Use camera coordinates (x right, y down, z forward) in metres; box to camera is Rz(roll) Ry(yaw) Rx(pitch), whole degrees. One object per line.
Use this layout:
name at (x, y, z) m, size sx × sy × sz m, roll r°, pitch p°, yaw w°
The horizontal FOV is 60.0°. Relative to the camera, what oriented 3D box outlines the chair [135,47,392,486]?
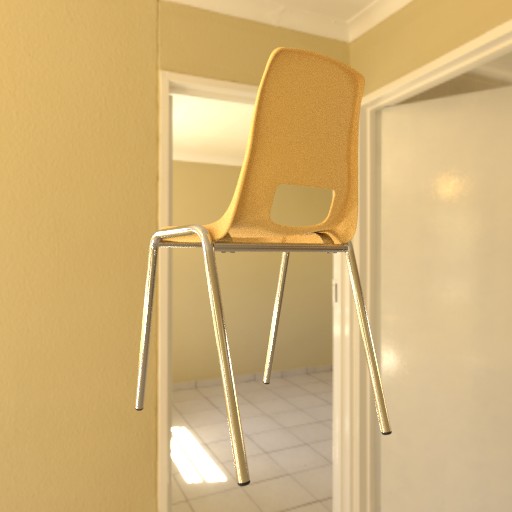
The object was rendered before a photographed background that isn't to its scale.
chair at (0.000, 0.000, 0.946) m, size 0.381 × 0.704 × 0.436 m, roll 0°, pitch 0°, yaw -35°
